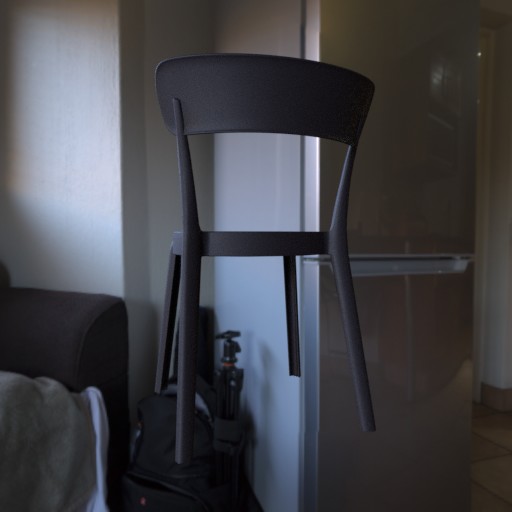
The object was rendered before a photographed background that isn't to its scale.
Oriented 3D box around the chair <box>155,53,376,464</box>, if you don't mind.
[{"bbox_3d":[0.000,0.000,1.097,0.506,0.790,0.491,-1,3,-19],"label":"chair"}]
